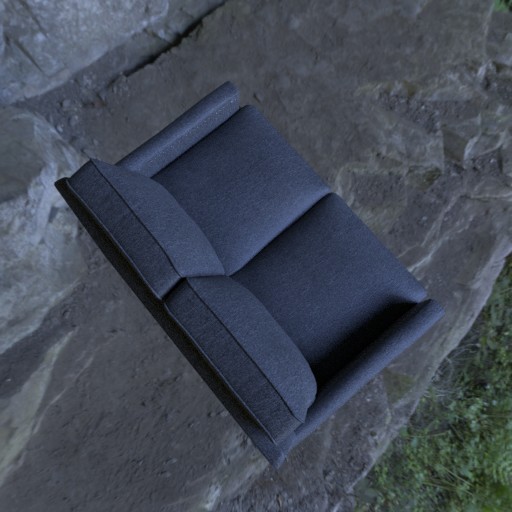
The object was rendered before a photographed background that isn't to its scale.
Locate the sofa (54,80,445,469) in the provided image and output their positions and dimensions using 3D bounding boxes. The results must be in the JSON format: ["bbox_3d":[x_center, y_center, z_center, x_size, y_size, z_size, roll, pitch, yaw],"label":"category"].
[{"bbox_3d":[0.000,0.000,2.213,1.084,1.003,1.597,-39,79,-9],"label":"sofa"}]
